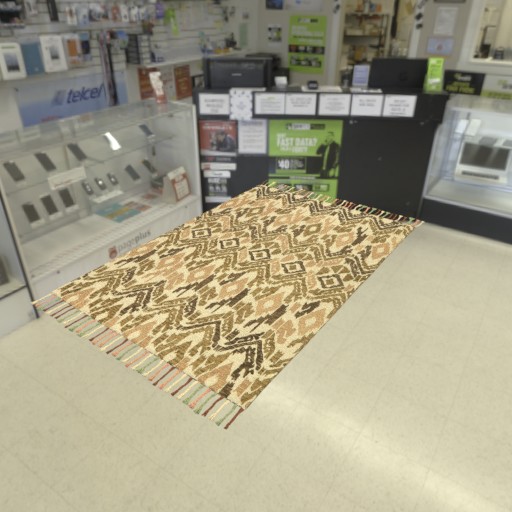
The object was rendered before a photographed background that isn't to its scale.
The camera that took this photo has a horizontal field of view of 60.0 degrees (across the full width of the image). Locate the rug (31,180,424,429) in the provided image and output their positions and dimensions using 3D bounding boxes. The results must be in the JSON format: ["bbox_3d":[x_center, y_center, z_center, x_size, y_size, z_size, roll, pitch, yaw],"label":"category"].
[{"bbox_3d":[0.000,0.000,3.039,1.524,0.008,2.438,21,36,31],"label":"rug"}]
